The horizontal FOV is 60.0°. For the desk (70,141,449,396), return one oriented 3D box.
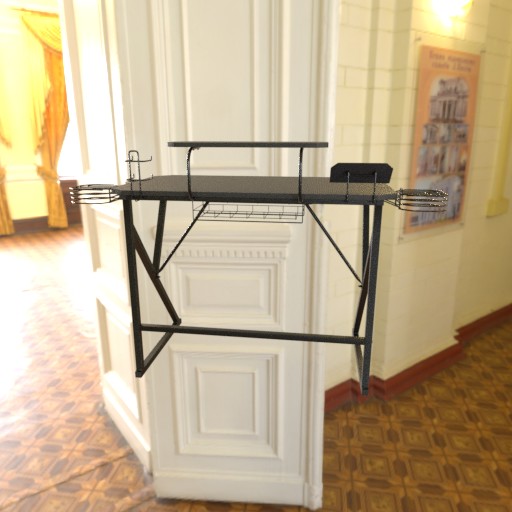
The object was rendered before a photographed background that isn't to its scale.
[{"bbox_3d":[0.000,0.000,1.750,1.290,0.880,0.580,2,16,8],"label":"desk"}]
